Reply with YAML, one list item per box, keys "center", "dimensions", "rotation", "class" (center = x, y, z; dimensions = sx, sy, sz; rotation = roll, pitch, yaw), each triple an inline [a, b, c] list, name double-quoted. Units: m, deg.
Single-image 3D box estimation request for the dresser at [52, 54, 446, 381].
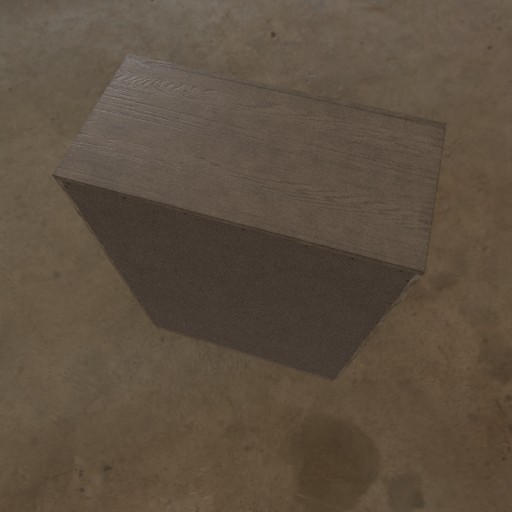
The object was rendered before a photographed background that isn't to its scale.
- center: [0.000, 0.000, 1.774]
  dimensions: [0.967, 1.295, 0.483]
  rotation: [15, 64, 8]
  class: "dresser"
